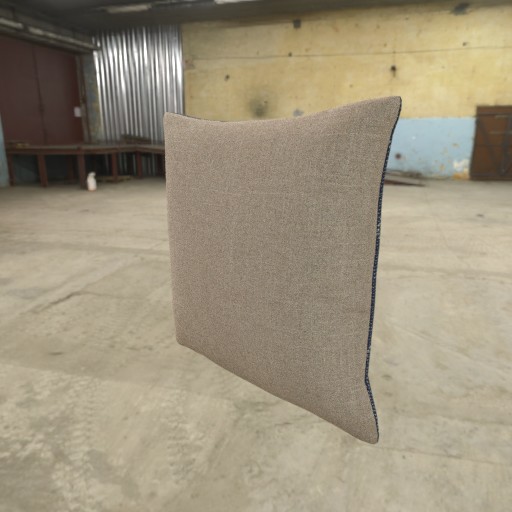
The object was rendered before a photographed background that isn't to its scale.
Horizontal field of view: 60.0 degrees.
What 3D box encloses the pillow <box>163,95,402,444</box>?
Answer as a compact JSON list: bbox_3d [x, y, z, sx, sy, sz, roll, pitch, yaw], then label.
[{"bbox_3d":[0.000,0.000,0.665,0.435,0.428,0.148,14,21,43],"label":"pillow"}]
